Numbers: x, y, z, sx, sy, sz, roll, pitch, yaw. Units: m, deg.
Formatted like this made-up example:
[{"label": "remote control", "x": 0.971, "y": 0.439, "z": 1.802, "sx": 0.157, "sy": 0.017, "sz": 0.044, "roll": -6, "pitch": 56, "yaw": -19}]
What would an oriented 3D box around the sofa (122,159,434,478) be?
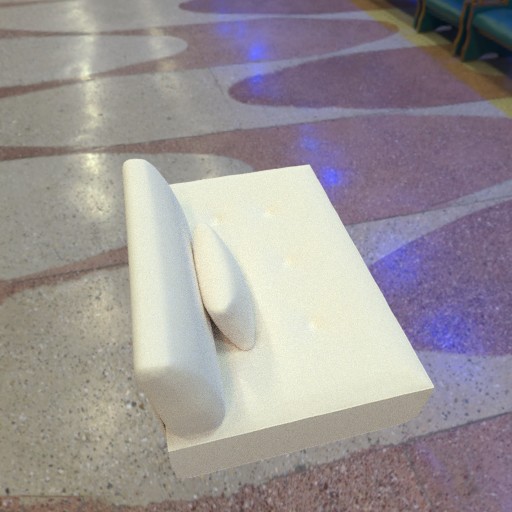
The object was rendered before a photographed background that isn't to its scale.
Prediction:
[{"label": "sofa", "x": 0.000, "y": 0.000, "z": 1.958, "sx": 1.000, "sy": 0.820, "sz": 1.450, "roll": -10, "pitch": 47, "yaw": -9}]
